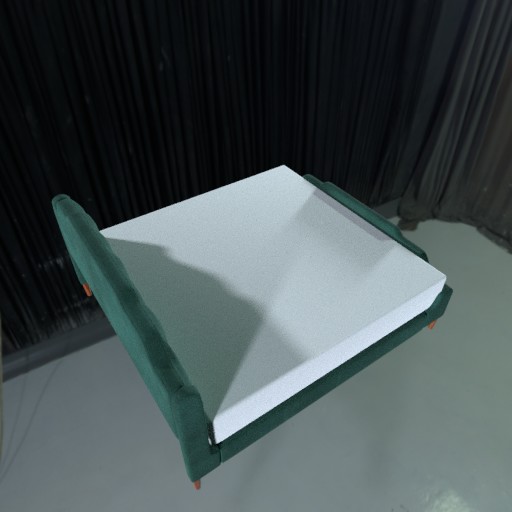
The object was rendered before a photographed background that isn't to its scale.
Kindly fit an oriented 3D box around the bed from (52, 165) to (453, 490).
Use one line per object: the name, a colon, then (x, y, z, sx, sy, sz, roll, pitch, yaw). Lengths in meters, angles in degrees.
bed: (0.000, 0.000, 3.443, 2.340, 1.245, 2.074, -24, 47, -25)
